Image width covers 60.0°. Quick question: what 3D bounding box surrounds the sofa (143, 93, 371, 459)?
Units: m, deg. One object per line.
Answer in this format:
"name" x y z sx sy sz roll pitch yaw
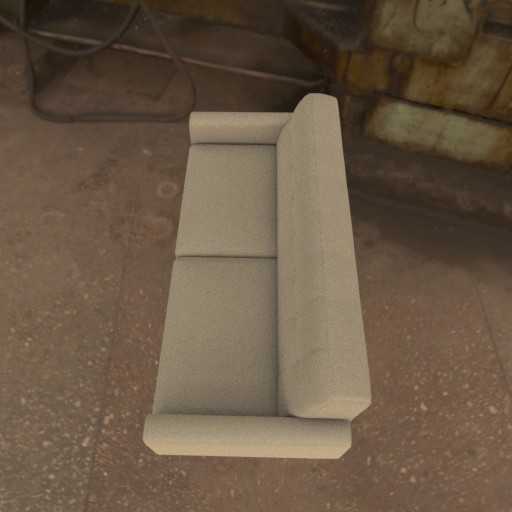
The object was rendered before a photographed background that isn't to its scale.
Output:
"sofa" 0.000 0.000 2.620 0.980 0.892 2.137 1 58 1
